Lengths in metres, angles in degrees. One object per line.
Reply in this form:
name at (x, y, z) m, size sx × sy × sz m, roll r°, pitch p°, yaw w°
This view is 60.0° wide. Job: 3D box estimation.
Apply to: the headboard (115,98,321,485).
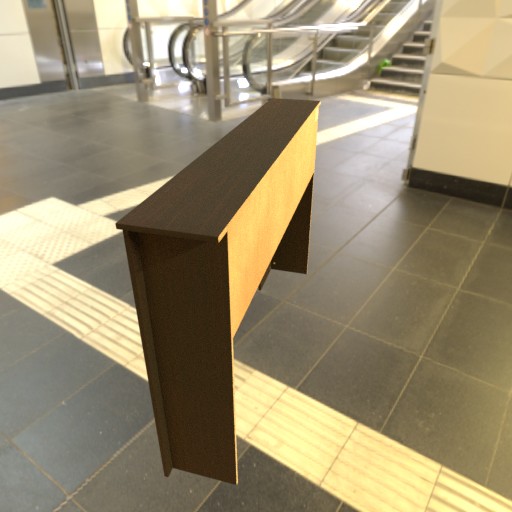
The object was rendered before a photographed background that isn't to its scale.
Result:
headboard at (0.000, 0.000, 2.067) m, size 0.279 × 1.092 × 1.671 m, roll 8°, pitch 31°, yaw 13°
